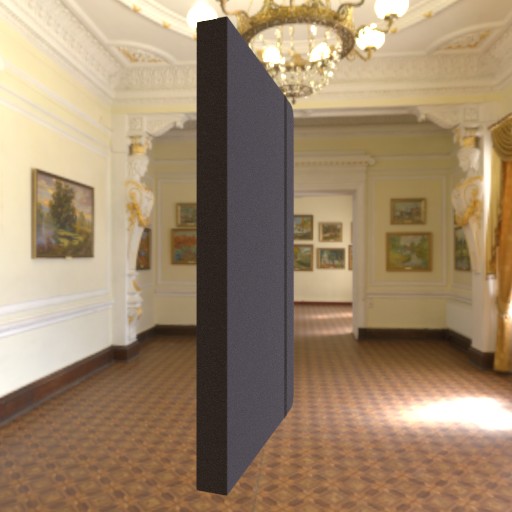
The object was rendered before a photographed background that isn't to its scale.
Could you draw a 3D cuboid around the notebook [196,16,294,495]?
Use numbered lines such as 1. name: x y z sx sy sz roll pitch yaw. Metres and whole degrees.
1. notebook: 0.000 0.000 0.258 0.016 0.213 0.127 0 0 18
